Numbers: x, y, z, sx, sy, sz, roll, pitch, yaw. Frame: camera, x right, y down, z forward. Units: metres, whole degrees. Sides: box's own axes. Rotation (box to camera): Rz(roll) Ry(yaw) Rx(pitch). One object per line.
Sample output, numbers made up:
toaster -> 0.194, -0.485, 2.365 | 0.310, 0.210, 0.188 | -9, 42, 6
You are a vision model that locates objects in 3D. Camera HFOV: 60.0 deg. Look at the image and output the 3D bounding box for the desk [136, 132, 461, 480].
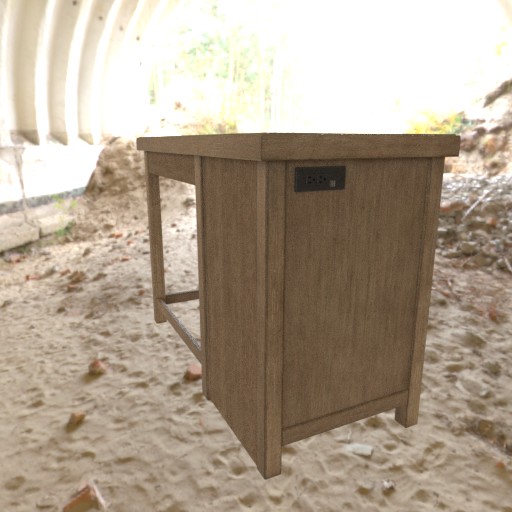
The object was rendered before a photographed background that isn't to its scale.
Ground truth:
desk -> 0.000, 0.000, 1.746 | 0.610, 0.912, 1.289 | -7, 16, -25
